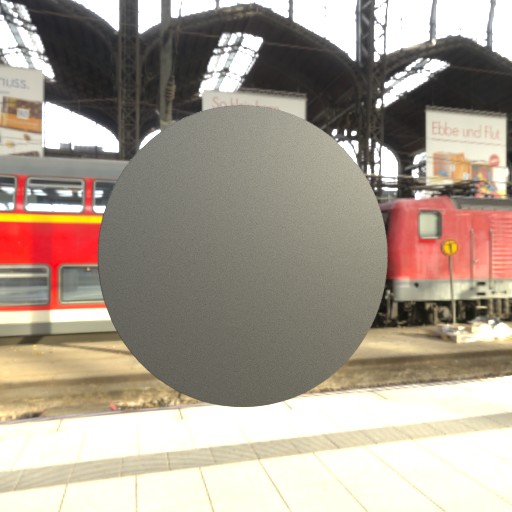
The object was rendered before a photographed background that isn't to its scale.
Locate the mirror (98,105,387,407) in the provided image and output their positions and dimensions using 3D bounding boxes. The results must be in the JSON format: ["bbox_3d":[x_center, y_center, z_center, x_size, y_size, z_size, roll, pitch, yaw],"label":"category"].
[{"bbox_3d":[0.000,0.000,1.600,1.077,1.077,0.036,0,0,-17],"label":"mirror"}]
